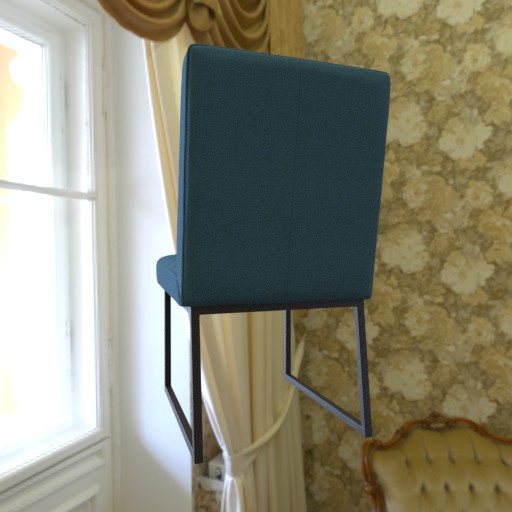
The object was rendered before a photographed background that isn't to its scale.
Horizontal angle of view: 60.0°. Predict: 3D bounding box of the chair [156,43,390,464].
[{"bbox_3d":[0.000,0.000,1.306,0.520,0.930,0.634,0,1,-19],"label":"chair"}]
